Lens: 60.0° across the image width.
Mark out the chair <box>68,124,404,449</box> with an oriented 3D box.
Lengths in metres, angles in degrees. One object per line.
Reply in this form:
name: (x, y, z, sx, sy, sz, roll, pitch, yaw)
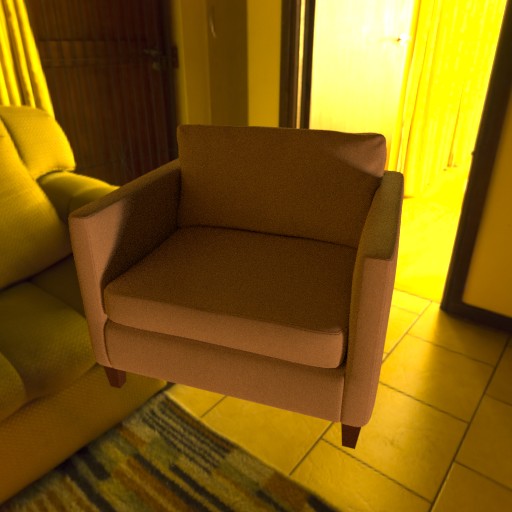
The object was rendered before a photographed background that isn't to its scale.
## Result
chair: (0.000, 0.000, 1.841, 1.107, 0.961, 0.959, 8, 27, 16)
